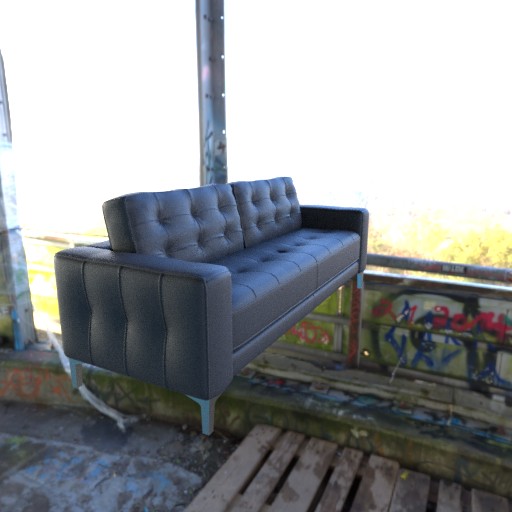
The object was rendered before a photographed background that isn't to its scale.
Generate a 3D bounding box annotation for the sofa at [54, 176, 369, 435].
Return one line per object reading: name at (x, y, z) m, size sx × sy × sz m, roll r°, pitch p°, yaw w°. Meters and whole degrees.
sofa at (0.000, 0.000, 2.737) m, size 0.833 × 0.893 × 2.275 m, roll 7°, pitch 15°, yaw 28°
